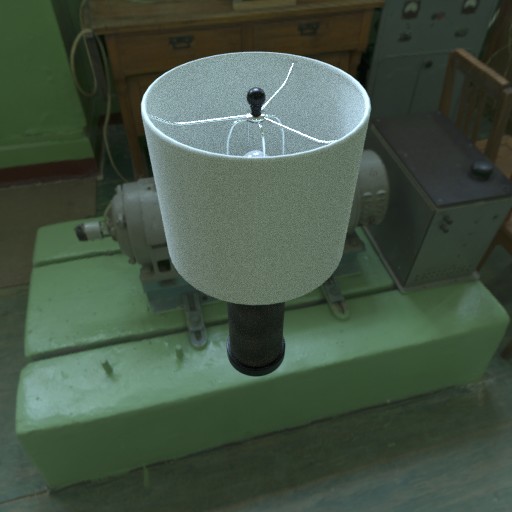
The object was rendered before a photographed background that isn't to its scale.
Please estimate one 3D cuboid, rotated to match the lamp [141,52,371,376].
[{"bbox_3d":[0.000,0.000,0.814,0.305,0.634,0.305,-11,47,-11],"label":"lamp"}]
